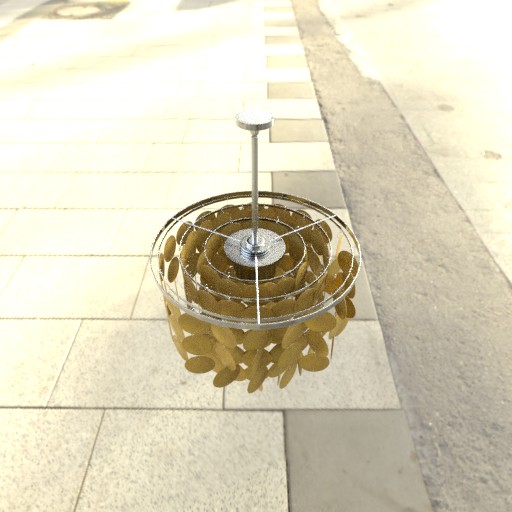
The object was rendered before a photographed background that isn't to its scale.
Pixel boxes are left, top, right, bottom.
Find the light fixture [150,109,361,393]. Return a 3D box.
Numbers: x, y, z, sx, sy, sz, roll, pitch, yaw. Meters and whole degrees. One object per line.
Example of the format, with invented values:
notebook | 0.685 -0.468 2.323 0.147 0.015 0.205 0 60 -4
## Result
light fixture | 0.000 0.000 0.763 0.368 0.492 0.368 0 40 0
